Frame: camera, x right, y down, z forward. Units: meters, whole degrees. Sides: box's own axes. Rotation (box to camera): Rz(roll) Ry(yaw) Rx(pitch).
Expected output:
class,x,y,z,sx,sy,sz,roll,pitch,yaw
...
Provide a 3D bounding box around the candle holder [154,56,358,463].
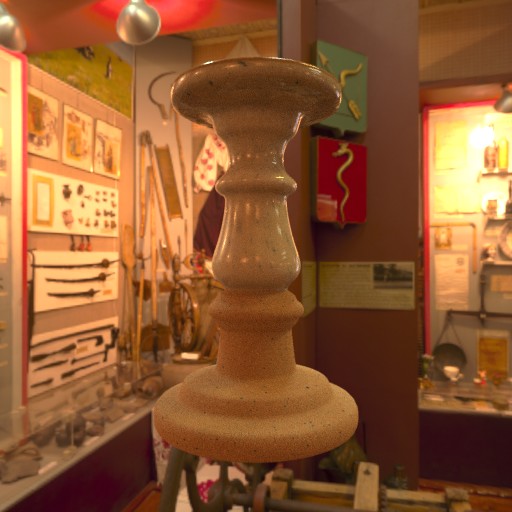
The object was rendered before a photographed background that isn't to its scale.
class,x,y,z,sx,sy,sz,roll,pitch,yaw
candle holder,0.000,0.000,0.273,0.123,0.202,0.123,0,0,0
